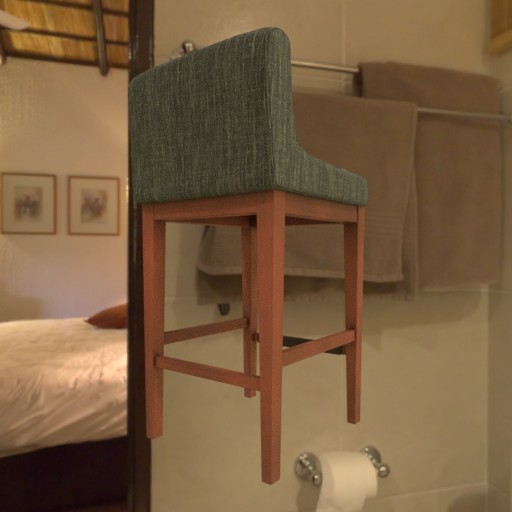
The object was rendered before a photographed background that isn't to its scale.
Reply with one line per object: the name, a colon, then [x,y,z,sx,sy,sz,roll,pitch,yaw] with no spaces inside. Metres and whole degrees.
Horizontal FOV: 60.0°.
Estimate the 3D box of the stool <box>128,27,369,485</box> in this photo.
stool: [0.000,0.000,1.061,0.395,0.835,0.459,0,0,37]
